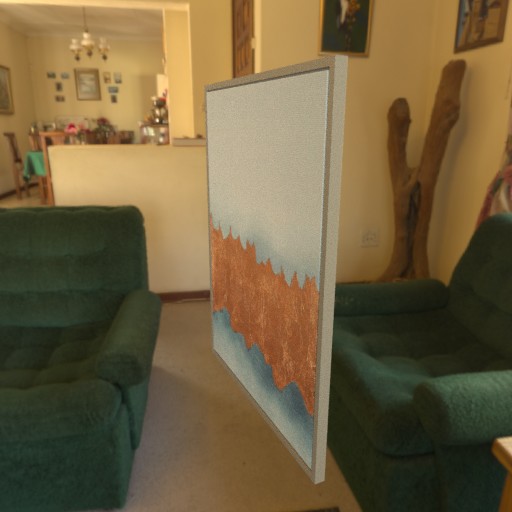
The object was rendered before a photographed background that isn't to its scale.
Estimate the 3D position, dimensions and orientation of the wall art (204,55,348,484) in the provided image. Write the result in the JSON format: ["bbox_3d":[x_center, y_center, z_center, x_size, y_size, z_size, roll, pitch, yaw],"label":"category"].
[{"bbox_3d":[0.000,0.000,1.369,0.034,1.042,0.789,-8,18,-24],"label":"wall art"}]
